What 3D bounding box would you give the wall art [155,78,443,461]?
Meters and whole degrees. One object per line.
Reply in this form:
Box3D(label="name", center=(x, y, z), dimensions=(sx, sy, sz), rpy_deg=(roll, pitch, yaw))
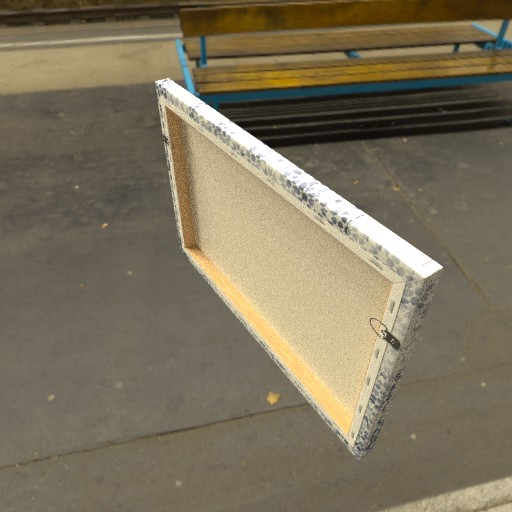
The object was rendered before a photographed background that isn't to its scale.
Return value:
Box3D(label="wall art", center=(0.000, 0.000, 0.750), dimensions=(0.030, 0.406, 0.608), rpy_deg=(-25, 47, -25))
